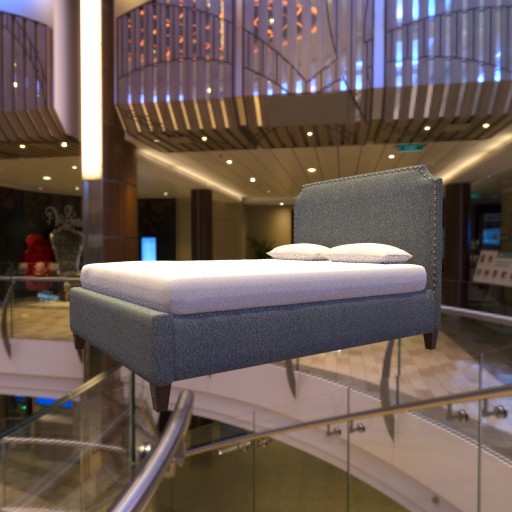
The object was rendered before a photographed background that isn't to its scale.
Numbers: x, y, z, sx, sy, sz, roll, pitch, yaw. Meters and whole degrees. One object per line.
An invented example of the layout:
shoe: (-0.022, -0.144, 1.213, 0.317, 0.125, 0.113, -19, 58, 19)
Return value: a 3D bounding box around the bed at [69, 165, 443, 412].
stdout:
bed: (0.000, 0.000, 3.431, 2.372, 1.443, 1.712, -1, 2, -35)
